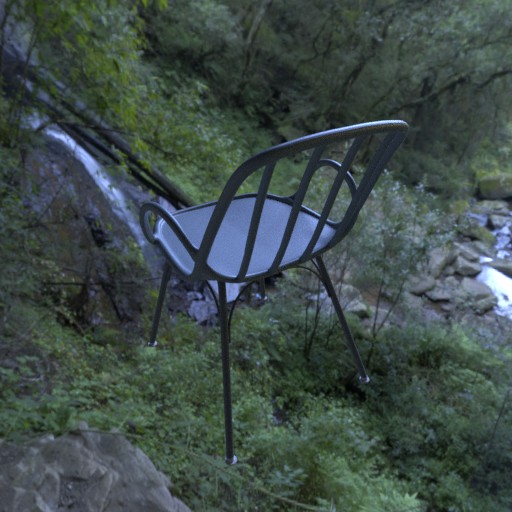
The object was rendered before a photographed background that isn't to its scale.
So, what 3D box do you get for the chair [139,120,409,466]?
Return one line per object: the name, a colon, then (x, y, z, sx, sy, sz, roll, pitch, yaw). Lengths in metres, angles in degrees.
chair: (0.000, 0.000, 1.203, 0.549, 0.816, 0.597, -19, 36, -29)
